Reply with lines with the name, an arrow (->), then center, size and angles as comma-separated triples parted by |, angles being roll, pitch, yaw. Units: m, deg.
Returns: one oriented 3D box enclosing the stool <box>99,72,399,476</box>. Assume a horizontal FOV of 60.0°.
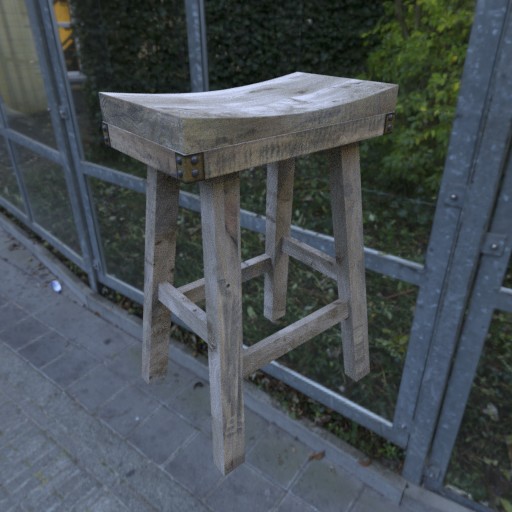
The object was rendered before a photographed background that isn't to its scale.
stool -> 0.000, 0.000, 0.889 | 0.450, 0.635, 0.330 | -22, 35, -34
